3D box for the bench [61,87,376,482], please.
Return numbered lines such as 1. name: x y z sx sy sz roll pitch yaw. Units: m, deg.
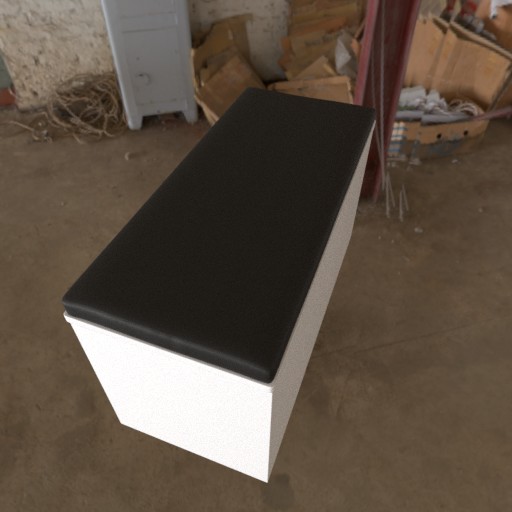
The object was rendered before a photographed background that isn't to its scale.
1. bench: 0.000 0.000 1.184 0.401 0.500 0.899 15 48 14
